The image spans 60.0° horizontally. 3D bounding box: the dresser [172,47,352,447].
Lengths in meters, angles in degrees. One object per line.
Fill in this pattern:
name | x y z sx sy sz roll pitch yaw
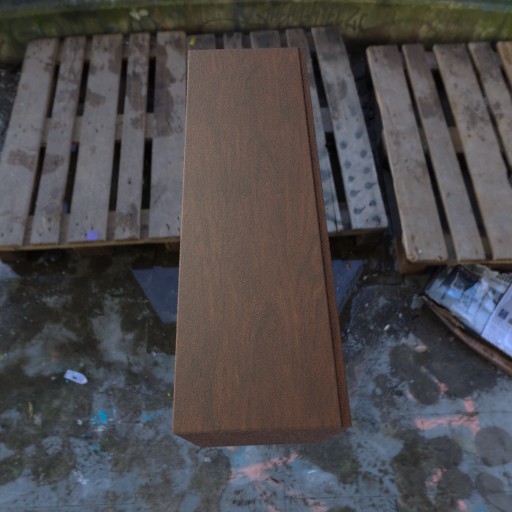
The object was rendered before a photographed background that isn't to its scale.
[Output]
dresser | 0.000 0.000 1.904 0.500 0.889 1.472 -2 64 -1
